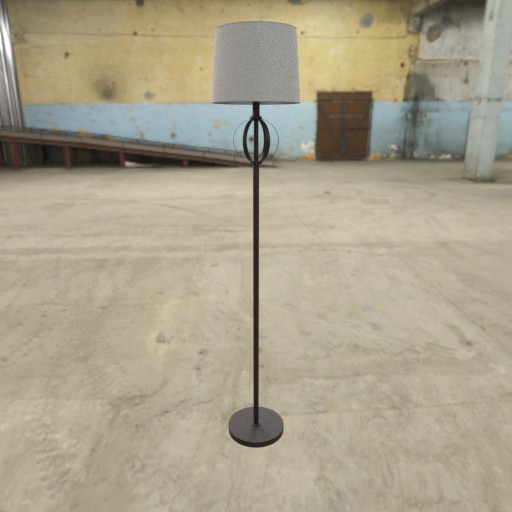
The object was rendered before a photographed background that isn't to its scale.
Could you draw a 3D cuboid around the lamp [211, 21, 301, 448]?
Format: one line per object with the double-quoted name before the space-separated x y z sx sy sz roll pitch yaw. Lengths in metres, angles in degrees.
"lamp" 0.000 0.000 1.583 0.286 1.462 0.286 8 19 25
